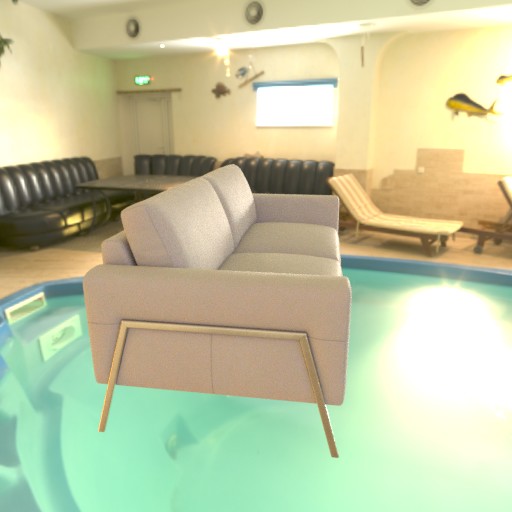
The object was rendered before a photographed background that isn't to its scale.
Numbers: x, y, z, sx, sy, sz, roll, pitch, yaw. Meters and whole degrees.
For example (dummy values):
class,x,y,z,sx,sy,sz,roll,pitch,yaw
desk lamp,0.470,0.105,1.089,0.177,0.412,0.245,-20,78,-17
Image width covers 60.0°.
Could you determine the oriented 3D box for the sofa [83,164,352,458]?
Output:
class,x,y,z,sx,sy,sz,roll,pitch,yaw
sofa,0.000,0.000,2.487,0.953,0.875,2.017,3,17,9
